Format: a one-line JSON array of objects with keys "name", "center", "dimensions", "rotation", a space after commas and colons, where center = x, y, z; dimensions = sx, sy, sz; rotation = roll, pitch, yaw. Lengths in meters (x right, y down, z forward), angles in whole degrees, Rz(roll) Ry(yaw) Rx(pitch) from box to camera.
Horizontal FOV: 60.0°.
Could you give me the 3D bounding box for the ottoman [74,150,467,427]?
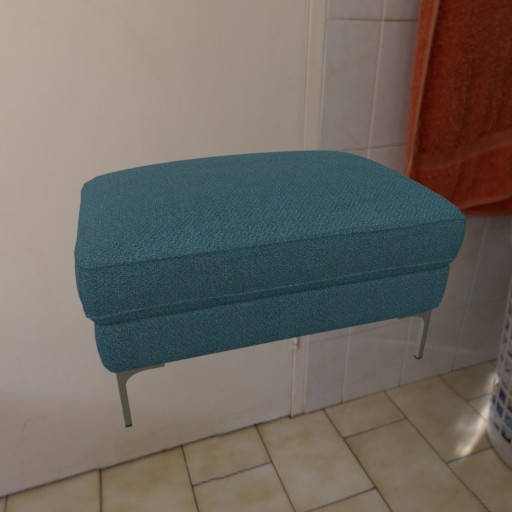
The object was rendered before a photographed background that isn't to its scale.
[{"name": "ottoman", "center": [0.000, 0.000, 1.190], "dimensions": [0.856, 0.498, 0.563], "rotation": [-8, 27, -16]}]
